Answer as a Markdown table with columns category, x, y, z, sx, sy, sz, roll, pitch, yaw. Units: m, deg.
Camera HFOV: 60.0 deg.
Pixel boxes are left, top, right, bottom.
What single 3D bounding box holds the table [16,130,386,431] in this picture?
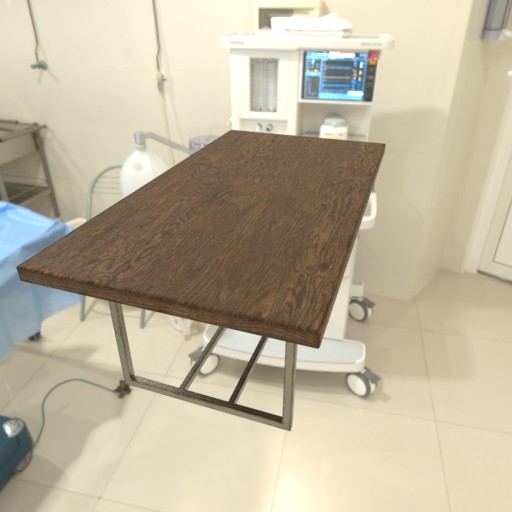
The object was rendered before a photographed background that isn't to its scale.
| category | x | y | z | sx | sy | sz | roll | pitch | yaw |
| --- | --- | --- | --- | --- | --- | --- | --- | --- | --- |
| table | 0.000 | 0.000 | 2.397 | 1.078 | 0.795 | 1.989 | 10 | 31 | 17 |
